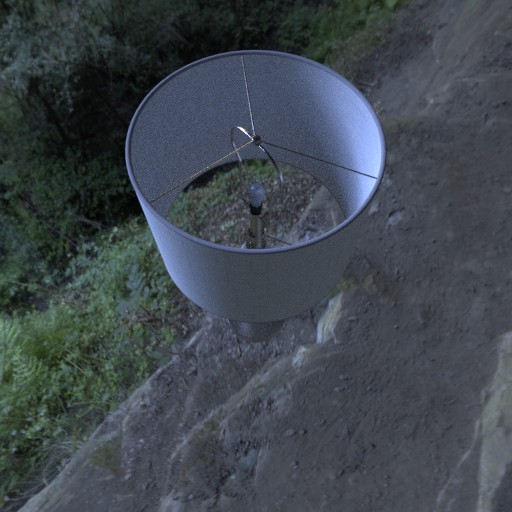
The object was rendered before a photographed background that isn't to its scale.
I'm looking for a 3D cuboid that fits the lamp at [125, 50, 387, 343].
[{"bbox_3d":[0.000,0.000,0.726,0.280,0.559,0.282,-34,68,-16],"label":"lamp"}]
